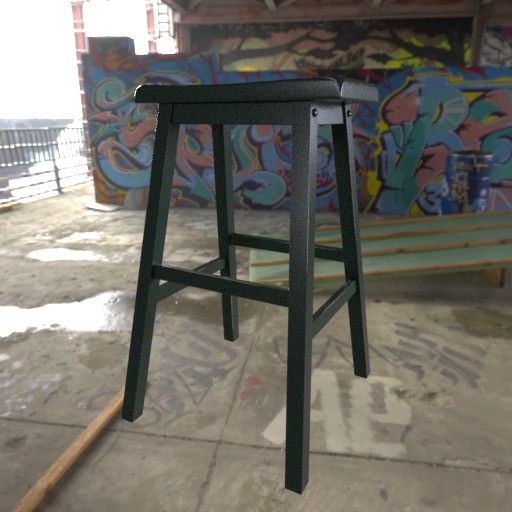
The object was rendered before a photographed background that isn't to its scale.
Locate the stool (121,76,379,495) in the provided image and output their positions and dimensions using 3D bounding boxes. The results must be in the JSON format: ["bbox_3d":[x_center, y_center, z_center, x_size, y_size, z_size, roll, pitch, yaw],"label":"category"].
[{"bbox_3d":[0.000,0.000,1.021,0.457,0.737,0.476,9,20,28],"label":"stool"}]
